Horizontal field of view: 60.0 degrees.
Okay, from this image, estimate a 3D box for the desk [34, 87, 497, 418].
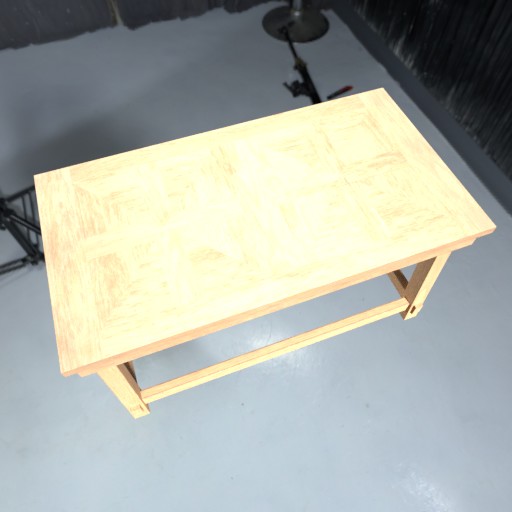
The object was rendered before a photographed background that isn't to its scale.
[{"bbox_3d":[0.000,0.000,1.940,1.499,0.762,0.813,-17,59,-11],"label":"desk"}]
